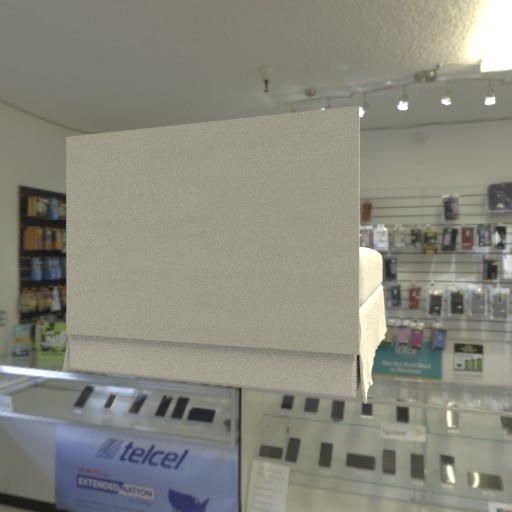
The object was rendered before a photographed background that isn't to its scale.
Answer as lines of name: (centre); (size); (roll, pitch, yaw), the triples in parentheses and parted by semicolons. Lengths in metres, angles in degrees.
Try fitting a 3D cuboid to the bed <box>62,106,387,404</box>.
bed: (0.000, 0.000, 3.220); (1.745, 1.335, 2.094); (0, 0, 19)
